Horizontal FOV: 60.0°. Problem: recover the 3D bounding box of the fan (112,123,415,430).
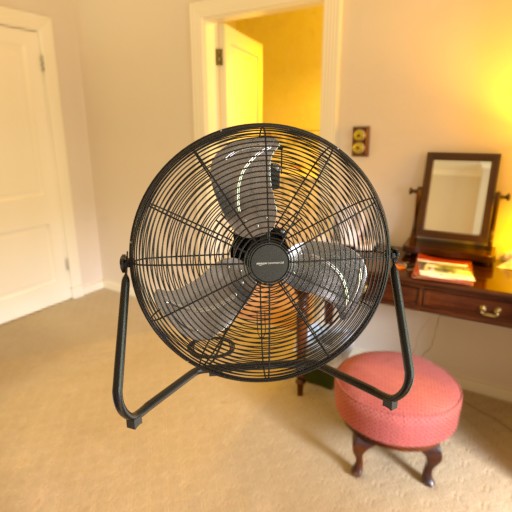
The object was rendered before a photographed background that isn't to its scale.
[{"bbox_3d":[0.000,0.000,0.951,0.555,0.546,0.424,-2,16,-6],"label":"fan"}]
